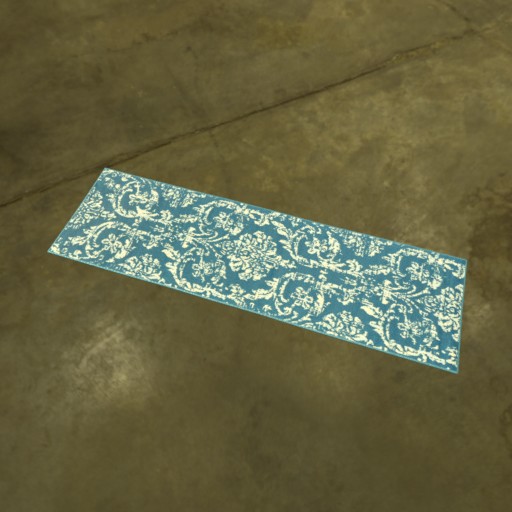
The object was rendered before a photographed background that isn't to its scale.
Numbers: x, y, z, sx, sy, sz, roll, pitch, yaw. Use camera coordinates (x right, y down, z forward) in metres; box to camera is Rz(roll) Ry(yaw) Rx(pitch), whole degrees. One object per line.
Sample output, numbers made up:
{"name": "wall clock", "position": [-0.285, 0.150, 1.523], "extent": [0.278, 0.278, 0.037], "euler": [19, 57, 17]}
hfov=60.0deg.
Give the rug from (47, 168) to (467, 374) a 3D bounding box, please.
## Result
{"name": "rug", "position": [0.000, 0.000, 2.416], "extent": [2.196, 0.011, 0.662], "euler": [15, 59, 10]}
